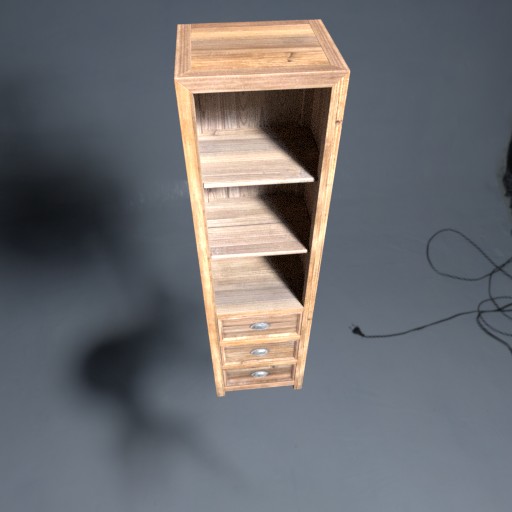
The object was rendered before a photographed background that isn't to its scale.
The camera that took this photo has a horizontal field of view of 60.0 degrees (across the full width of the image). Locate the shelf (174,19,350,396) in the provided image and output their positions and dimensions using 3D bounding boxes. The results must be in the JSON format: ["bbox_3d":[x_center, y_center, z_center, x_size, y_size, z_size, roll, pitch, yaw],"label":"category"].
[{"bbox_3d":[0.000,0.000,2.073,0.500,1.900,0.428,-4,46,-4],"label":"shelf"}]
